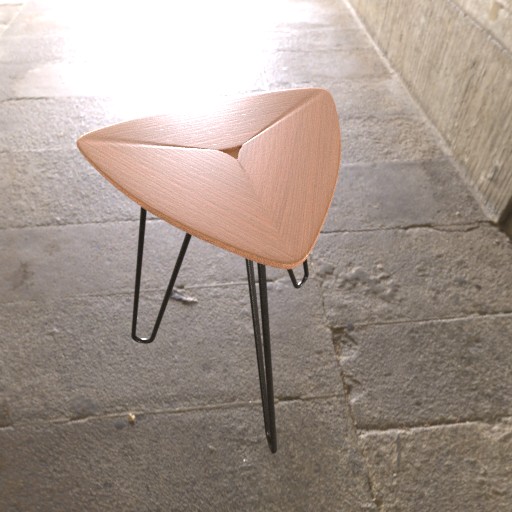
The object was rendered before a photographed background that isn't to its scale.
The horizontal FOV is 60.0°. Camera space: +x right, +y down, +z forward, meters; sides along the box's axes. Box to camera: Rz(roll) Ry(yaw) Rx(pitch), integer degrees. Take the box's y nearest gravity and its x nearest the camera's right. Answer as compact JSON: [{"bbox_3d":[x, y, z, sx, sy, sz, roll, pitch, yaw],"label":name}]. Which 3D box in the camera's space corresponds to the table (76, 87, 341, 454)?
[{"bbox_3d":[0.000,0.000,0.912,0.442,0.564,0.455,31,54,26],"label":"table"}]
